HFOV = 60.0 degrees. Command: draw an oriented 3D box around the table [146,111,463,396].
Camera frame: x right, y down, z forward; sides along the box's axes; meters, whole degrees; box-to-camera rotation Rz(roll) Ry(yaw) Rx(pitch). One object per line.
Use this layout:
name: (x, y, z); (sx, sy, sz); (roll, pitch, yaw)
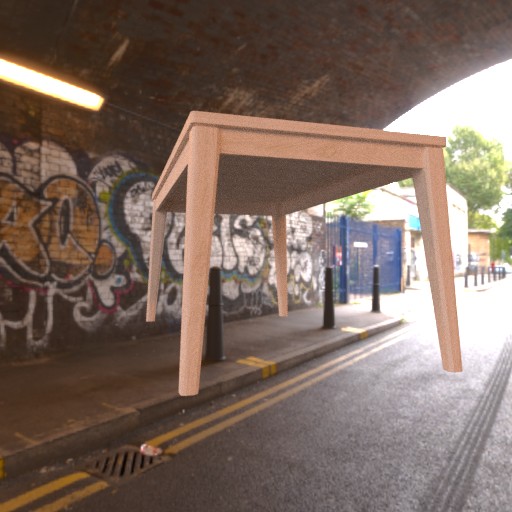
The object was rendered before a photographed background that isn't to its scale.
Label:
table: (0.000, 0.000, 2.053); (0.900, 0.760, 1.600); (0, -1, -17)
